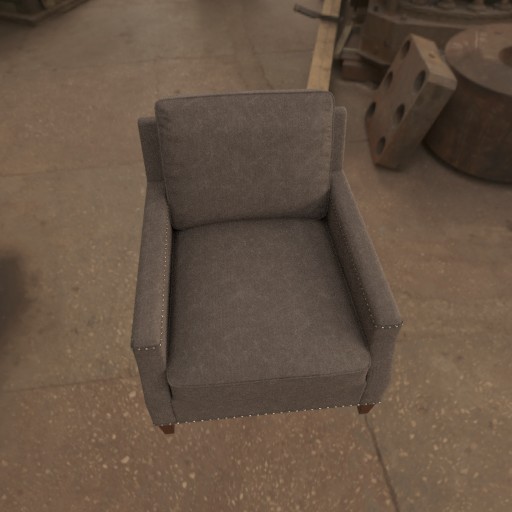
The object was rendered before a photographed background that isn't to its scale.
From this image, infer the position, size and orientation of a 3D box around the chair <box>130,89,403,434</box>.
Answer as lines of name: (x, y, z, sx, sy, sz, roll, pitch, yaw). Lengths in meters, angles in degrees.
chair: (0.000, 0.000, 1.700, 0.853, 0.948, 1.014, -4, 47, -4)
